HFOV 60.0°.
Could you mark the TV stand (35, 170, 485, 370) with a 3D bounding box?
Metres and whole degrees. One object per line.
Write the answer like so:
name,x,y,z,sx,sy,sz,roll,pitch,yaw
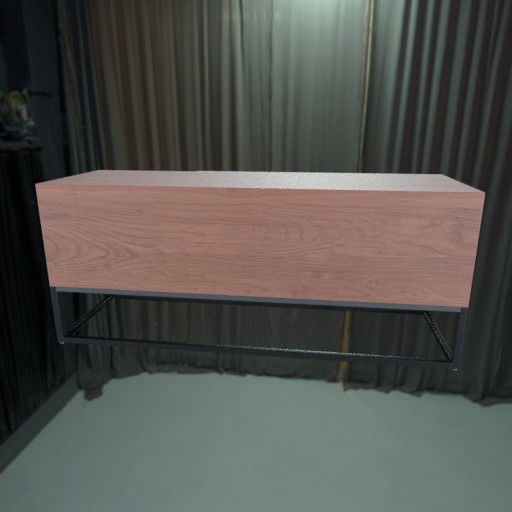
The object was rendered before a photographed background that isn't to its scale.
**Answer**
TV stand,0.000,0.000,1.440,1.200,0.500,0.415,2,17,7
